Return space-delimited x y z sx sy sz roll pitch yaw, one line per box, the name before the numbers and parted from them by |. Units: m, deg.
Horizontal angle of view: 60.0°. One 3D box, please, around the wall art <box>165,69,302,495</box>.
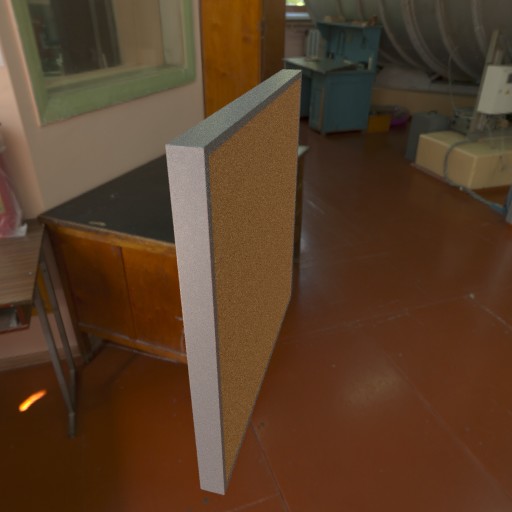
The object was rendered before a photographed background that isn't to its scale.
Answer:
wall art | 0.000 0.000 0.501 0.028 0.349 0.349 8 31 13
